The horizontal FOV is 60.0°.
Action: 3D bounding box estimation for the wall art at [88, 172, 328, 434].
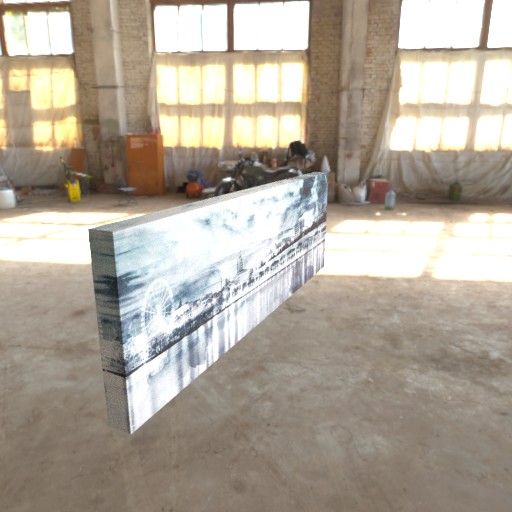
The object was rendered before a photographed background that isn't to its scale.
[{"bbox_3d":[0.000,0.000,0.837,0.037,0.251,0.759,8,18,25],"label":"wall art"}]
